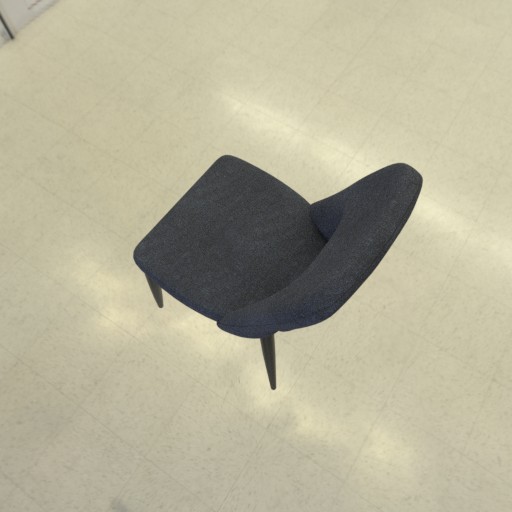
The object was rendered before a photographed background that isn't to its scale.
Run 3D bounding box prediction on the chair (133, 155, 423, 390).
[{"bbox_3d":[0.000,0.000,1.274,0.612,0.931,0.470,33,69,14],"label":"chair"}]
